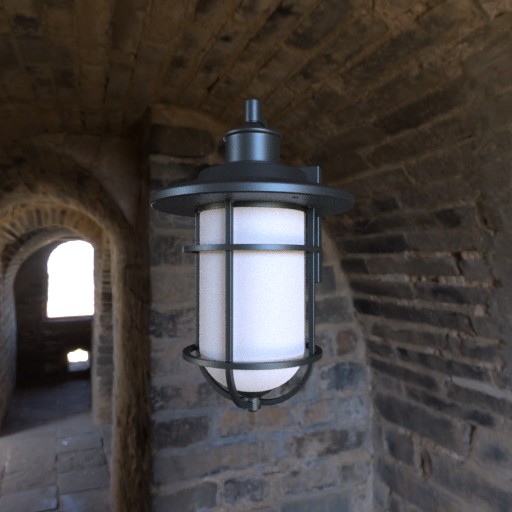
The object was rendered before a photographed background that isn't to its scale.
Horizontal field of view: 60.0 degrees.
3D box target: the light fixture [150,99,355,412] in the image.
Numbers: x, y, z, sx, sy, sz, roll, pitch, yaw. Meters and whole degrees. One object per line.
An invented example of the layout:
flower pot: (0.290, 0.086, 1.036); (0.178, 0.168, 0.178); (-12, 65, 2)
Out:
light fixture: (0.000, 0.000, 0.505); (0.222, 0.345, 0.252); (-1, -2, 19)
